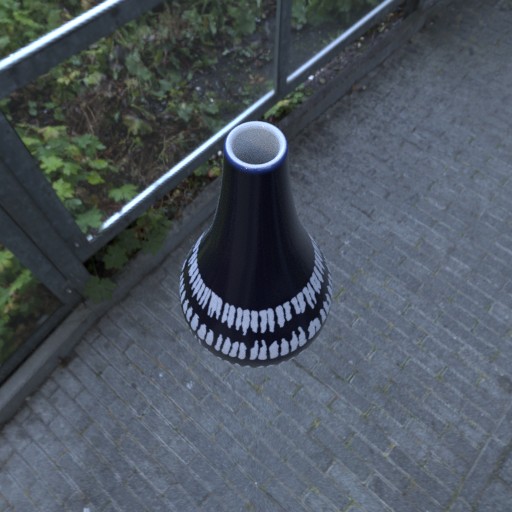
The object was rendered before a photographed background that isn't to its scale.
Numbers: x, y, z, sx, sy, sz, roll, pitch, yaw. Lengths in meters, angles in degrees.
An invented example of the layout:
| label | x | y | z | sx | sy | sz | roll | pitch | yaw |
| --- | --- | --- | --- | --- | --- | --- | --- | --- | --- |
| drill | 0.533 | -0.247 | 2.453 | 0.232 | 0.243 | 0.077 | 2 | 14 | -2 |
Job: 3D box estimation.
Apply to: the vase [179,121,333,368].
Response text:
| label | x | y | z | sx | sy | sz | roll | pitch | yaw |
| --- | --- | --- | --- | --- | --- | --- | --- | --- | --- |
| vase | 0.000 | 0.000 | 0.396 | 0.159 | 0.295 | 0.159 | 0 | 63 | 0 |
